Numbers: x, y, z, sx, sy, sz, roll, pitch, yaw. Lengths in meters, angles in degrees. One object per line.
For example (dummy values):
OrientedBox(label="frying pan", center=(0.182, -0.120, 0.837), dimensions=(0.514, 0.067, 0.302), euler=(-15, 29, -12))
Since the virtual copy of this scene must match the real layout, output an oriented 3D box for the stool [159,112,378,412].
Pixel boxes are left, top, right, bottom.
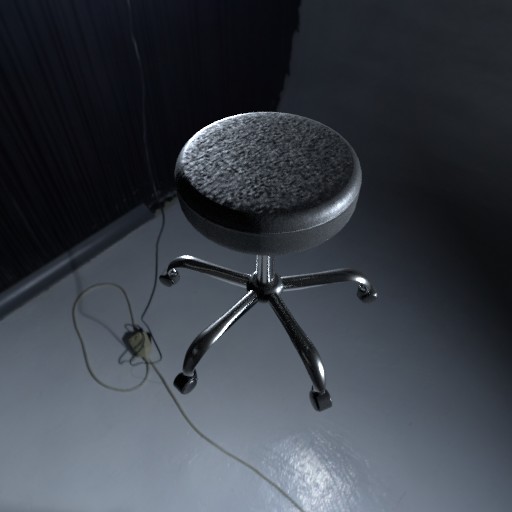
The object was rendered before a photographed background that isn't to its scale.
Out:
OrientedBox(label="stool", center=(0.000, 0.000, 1.142), dimensions=(0.673, 0.576, 0.638), euler=(33, 56, 26))
